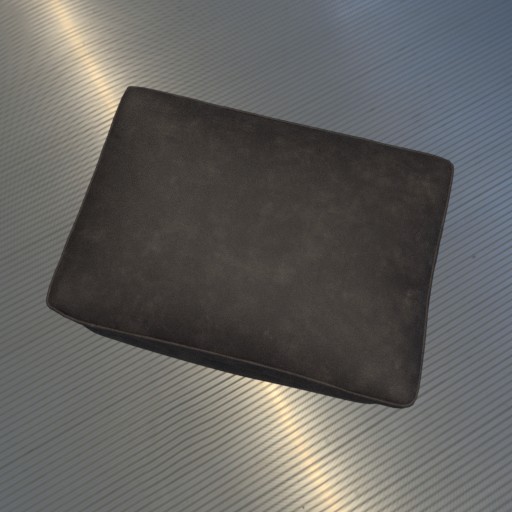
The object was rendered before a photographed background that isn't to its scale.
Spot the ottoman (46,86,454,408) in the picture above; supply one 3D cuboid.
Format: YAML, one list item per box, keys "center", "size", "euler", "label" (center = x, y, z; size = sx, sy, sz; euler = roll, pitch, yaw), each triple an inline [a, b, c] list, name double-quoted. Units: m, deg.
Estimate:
- center: [0.000, 0.000, 0.955]
  size: [0.665, 0.413, 0.501]
  euler: [14, 76, 4]
  label: "ottoman"
